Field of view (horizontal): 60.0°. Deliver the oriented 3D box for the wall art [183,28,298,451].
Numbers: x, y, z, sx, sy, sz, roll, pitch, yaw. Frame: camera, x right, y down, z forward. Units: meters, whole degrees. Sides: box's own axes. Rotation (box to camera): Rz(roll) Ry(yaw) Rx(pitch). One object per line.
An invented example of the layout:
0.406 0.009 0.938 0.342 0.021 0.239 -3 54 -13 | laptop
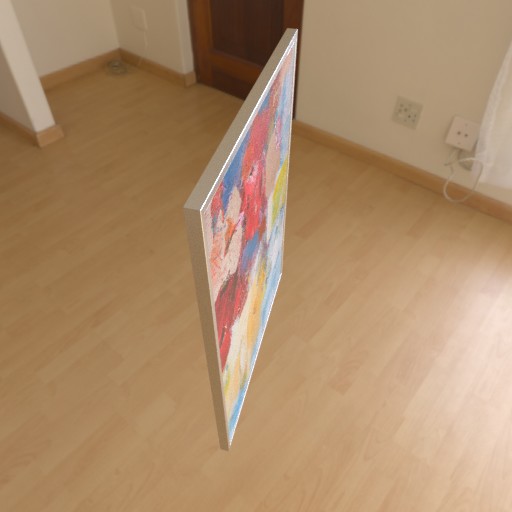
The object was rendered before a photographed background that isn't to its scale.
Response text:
0.000 0.000 1.367 0.030 1.046 0.816 11 47 10 | wall art
